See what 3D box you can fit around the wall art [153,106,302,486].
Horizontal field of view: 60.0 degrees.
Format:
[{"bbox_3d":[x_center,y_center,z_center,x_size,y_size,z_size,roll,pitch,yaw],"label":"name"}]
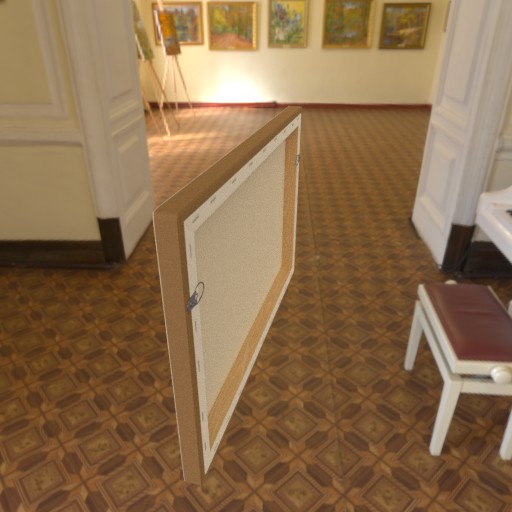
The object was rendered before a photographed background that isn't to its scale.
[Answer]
[{"bbox_3d":[0.000,0.000,0.483,0.019,0.254,0.380,8,29,14],"label":"wall art"}]
